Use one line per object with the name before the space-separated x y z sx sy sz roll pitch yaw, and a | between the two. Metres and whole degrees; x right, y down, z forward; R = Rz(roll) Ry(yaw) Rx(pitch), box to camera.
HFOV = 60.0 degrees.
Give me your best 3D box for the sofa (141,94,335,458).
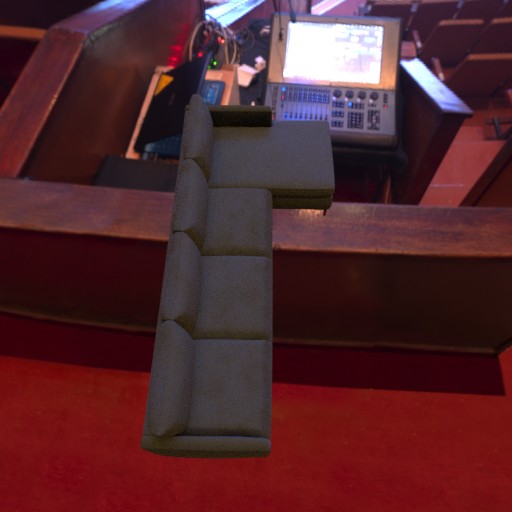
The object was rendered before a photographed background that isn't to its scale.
sofa | 0.000 0.000 3.267 1.255 0.756 2.725 1 62 1
